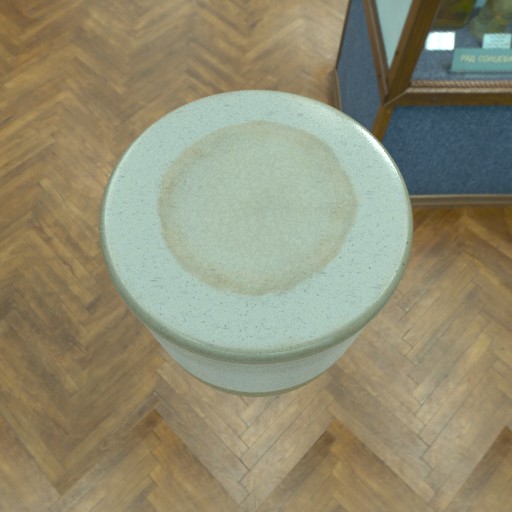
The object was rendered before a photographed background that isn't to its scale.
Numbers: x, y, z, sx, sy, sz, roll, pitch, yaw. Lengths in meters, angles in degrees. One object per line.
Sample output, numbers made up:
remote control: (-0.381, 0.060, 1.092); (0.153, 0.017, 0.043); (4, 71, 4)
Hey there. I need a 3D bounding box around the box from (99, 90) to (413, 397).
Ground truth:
box: (0.000, 0.000, 0.269); (0.154, 0.123, 0.154); (0, 64, 0)
